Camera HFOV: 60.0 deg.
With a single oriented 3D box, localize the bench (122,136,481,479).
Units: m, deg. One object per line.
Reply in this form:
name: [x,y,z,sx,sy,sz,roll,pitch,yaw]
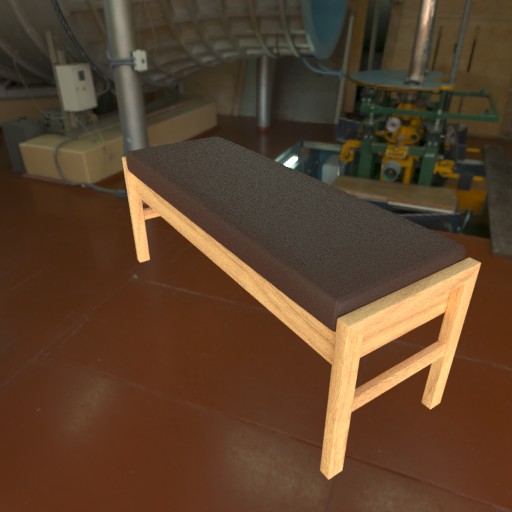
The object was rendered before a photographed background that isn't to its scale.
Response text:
bench: [0.000,0.000,1.423,0.405,0.480,1.200,-18,35,-29]
